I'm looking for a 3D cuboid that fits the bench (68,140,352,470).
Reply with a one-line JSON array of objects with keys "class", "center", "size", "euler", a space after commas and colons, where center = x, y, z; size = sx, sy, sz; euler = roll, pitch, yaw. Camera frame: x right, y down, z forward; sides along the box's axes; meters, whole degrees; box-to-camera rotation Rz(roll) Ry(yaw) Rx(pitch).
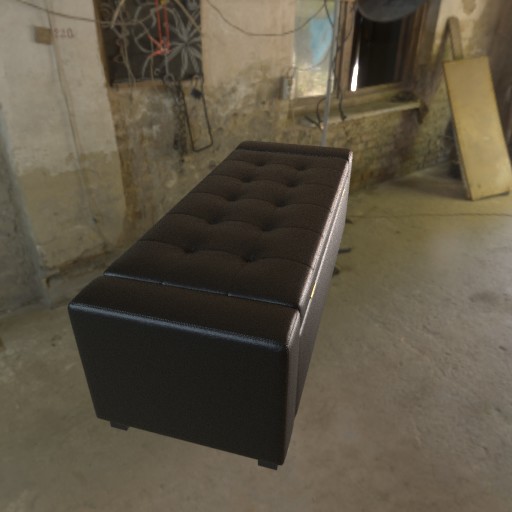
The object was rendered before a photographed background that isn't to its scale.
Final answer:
[{"class": "bench", "center": [0.000, 0.000, 1.543], "size": [0.508, 0.445, 1.296], "euler": [8, 32, 14]}]
